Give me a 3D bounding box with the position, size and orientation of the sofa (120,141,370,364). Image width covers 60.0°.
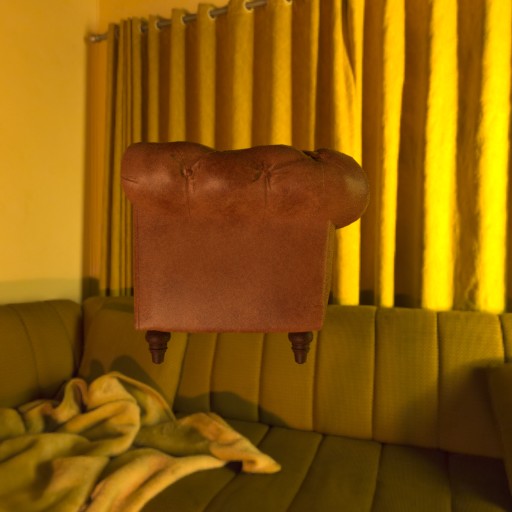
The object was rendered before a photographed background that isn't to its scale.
[{"bbox_3d":[0.000,0.000,2.562,1.042,0.877,1.979,0,0,0],"label":"sofa"}]
